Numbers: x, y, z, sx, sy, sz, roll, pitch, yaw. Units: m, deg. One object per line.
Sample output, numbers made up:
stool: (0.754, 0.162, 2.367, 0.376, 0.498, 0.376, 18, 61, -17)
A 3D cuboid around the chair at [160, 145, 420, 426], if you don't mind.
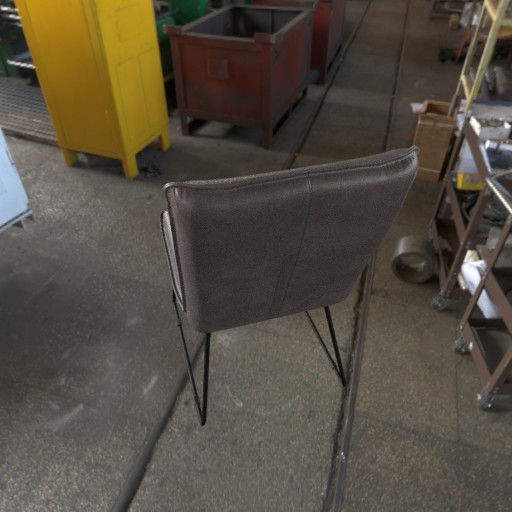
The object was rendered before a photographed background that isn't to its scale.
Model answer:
chair: (0.000, 0.000, 1.329, 0.515, 0.932, 0.688, -11, 41, -13)
